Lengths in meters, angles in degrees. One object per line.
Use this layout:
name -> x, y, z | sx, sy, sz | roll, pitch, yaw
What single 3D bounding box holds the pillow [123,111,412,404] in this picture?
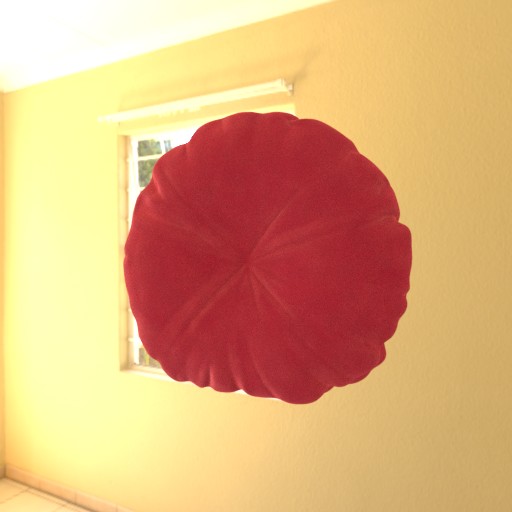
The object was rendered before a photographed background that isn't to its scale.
pillow -> 0.000, 0.000, 0.644 | 0.428, 0.407, 0.148 | 0, 1, 19
